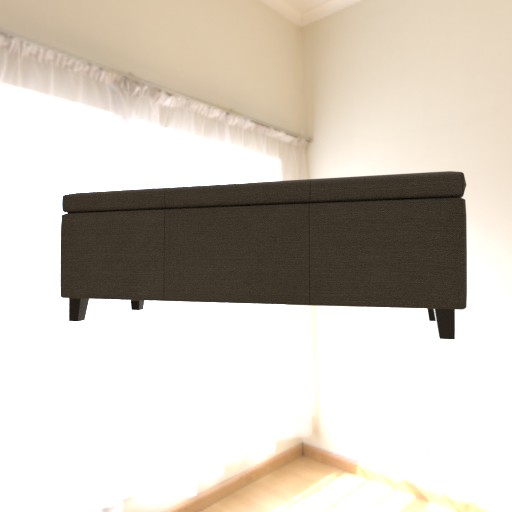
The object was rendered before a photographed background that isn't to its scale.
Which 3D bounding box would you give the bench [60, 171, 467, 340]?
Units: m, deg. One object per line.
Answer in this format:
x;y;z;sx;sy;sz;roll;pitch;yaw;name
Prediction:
0.000;0.000;1.502;1.269;0.438;0.446;0;-1;18;bench
